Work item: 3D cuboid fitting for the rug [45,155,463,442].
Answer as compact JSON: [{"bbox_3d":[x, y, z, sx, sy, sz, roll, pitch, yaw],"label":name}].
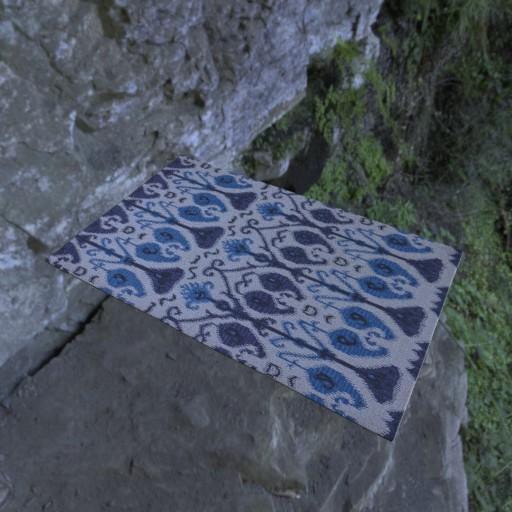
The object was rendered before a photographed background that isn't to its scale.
[{"bbox_3d":[0.000,0.000,2.118,1.698,0.013,1.072,22,49,21],"label":"rug"}]
